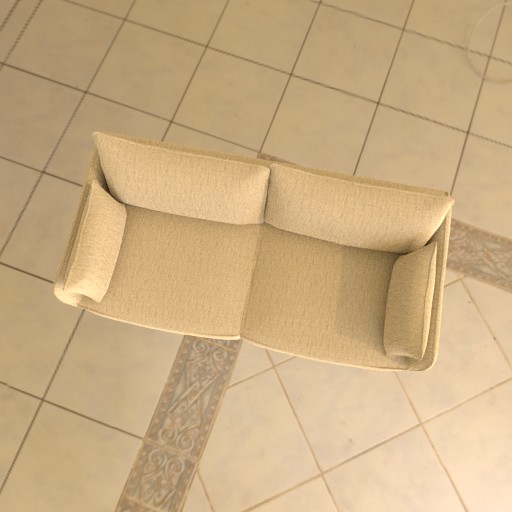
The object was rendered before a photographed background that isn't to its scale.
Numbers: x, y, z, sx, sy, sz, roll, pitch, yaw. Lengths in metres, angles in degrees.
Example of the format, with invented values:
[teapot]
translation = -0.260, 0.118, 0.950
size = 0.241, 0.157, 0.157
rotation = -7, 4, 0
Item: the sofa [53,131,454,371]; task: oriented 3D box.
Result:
[sofa]
translation = 0.000, 0.000, 2.475
size = 1.989, 0.860, 0.991
rotation = 10, 77, 3
